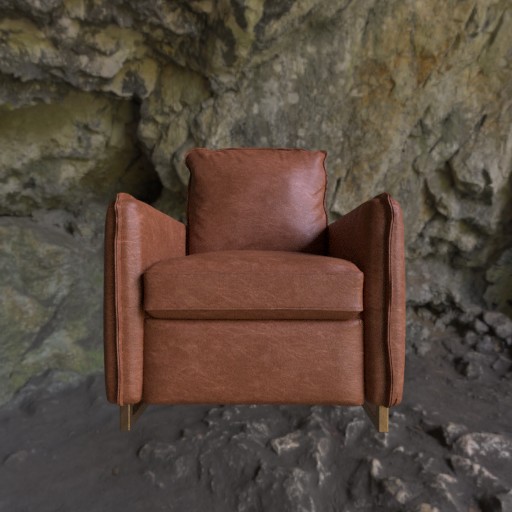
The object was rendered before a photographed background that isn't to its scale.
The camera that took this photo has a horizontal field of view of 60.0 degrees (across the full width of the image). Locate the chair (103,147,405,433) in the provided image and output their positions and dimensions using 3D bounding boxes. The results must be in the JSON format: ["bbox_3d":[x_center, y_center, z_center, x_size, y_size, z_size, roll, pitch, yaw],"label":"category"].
[{"bbox_3d":[0.000,0.000,1.572,0.830,0.922,0.922,0,0,1],"label":"chair"}]
